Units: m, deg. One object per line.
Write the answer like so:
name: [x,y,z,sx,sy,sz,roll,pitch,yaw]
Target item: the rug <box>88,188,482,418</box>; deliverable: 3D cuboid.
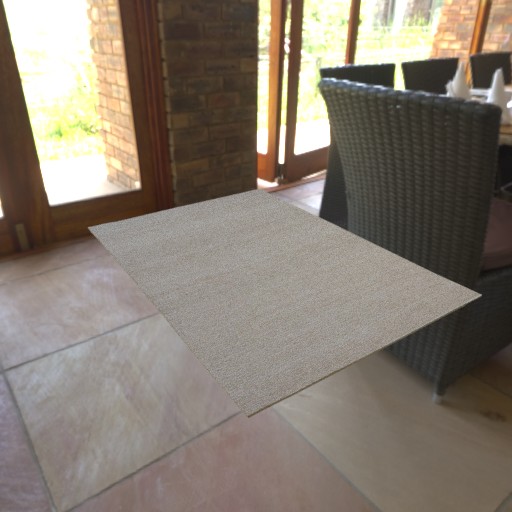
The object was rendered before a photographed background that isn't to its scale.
rug: [0.000,0.000,3.761,2.032,0.038,2.869,-17,32,-30]
